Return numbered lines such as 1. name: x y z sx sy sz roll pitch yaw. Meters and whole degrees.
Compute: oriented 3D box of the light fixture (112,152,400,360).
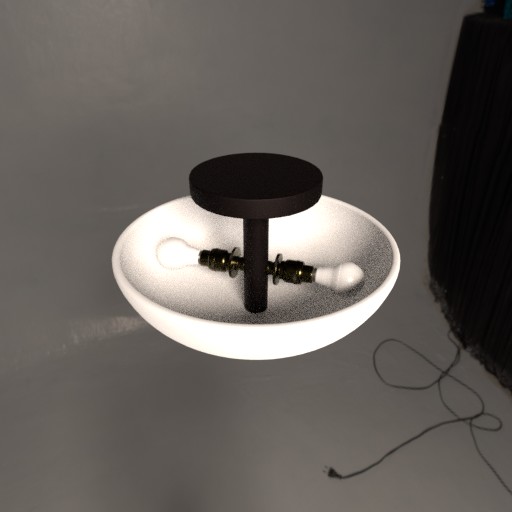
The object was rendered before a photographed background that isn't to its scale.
1. light fixture: 0.000 0.000 0.538 0.331 0.212 0.331 0 31 0
